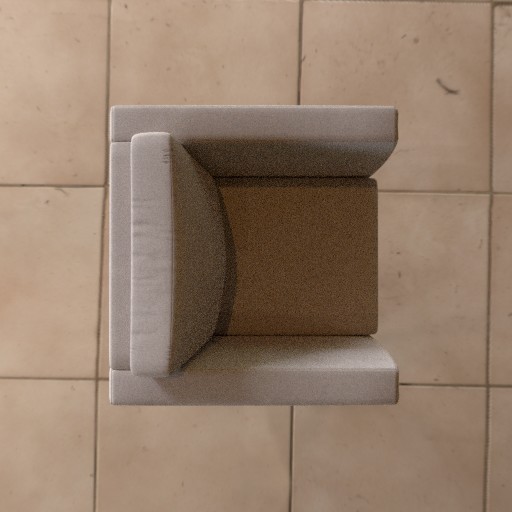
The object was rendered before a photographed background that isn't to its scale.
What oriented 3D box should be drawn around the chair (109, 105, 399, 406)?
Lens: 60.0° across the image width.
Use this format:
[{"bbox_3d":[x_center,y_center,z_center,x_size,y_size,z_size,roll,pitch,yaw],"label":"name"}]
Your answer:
[{"bbox_3d":[0.000,0.000,1.679,0.930,0.860,1.000,0,90,0],"label":"chair"}]
